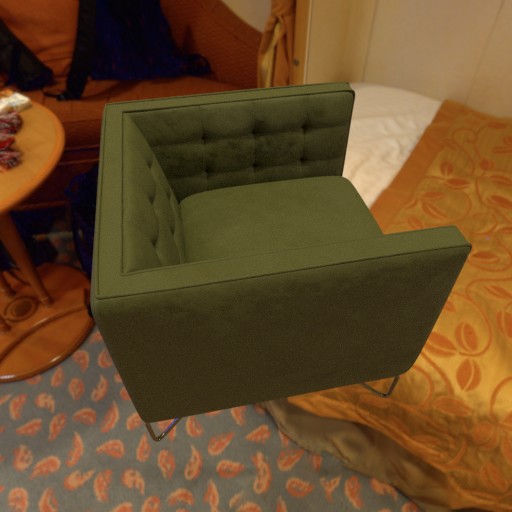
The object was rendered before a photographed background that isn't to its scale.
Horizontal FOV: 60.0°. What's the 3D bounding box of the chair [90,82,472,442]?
[{"bbox_3d":[0.000,0.000,1.526,0.894,0.790,0.880,-8,47,-8],"label":"chair"}]
